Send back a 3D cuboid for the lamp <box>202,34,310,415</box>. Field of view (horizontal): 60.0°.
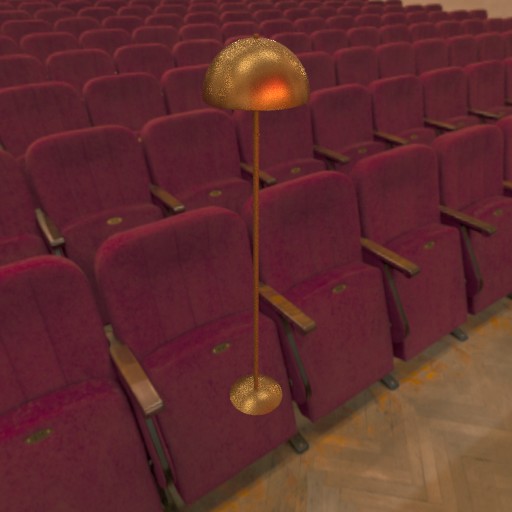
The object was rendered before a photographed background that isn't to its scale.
[{"bbox_3d":[0.000,0.000,1.647,0.328,1.480,0.328,-20,37,-29],"label":"lamp"}]
